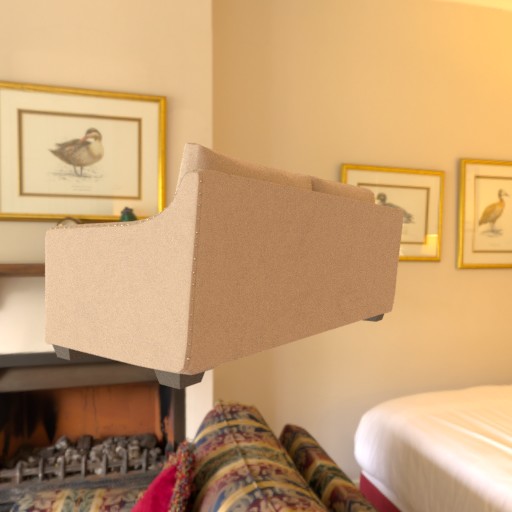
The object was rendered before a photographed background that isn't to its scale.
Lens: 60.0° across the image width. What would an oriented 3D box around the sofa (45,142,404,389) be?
[{"bbox_3d":[0.000,0.000,2.525,1.030,0.901,1.967,1,1,37],"label":"sofa"}]
